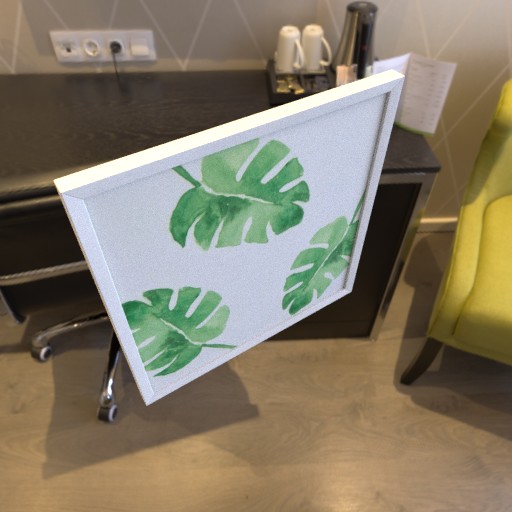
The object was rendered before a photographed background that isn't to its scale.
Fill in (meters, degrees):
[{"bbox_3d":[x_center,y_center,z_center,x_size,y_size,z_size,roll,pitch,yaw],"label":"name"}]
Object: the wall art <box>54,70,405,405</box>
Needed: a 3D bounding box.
[{"bbox_3d":[0.000,0.000,1.129,0.762,0.762,0.040,-25,51,-22],"label":"wall art"}]
